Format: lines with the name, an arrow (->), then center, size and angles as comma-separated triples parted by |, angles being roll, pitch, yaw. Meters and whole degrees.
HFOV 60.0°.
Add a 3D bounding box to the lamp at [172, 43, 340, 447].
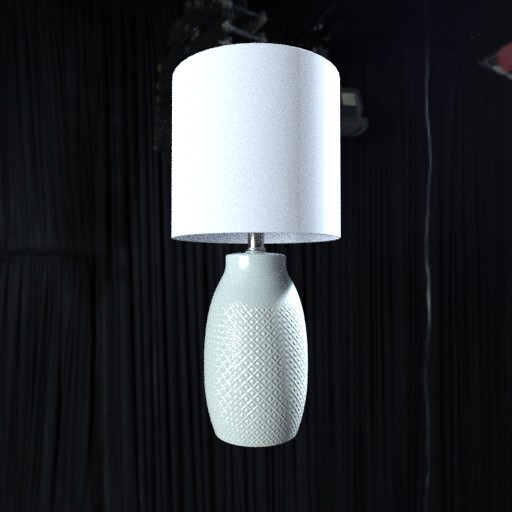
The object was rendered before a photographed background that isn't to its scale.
lamp -> 0.000, 0.000, 0.579 | 0.217, 0.453, 0.217 | 0, -2, -17
